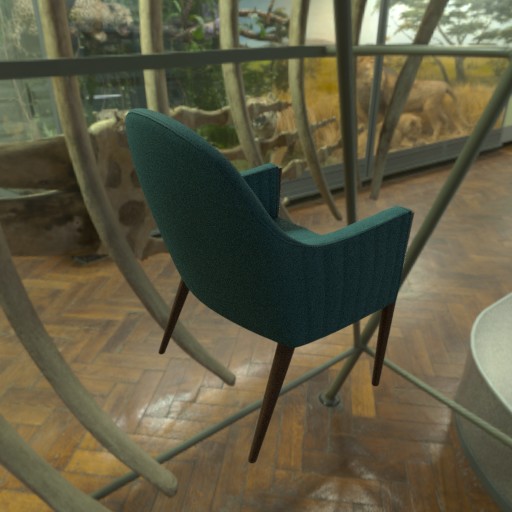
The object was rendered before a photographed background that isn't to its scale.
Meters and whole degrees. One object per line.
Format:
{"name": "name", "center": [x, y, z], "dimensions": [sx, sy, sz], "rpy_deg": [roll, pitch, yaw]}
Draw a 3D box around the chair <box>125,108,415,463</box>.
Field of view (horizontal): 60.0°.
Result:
{"name": "chair", "center": [0.000, 0.000, 1.355], "dimensions": [0.652, 0.907, 0.656], "rpy_deg": [-18, 31, -32]}
